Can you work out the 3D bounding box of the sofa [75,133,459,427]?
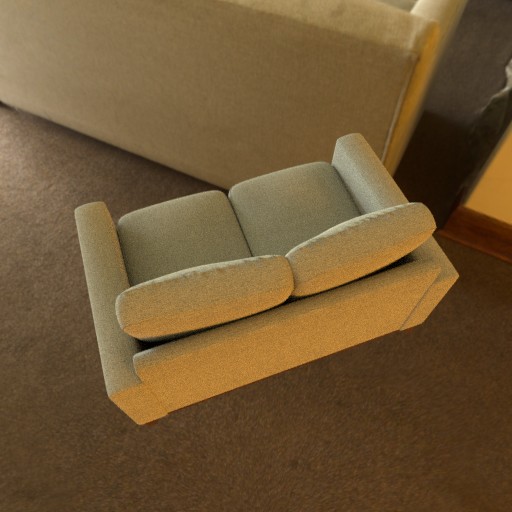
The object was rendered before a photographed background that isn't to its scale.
[{"bbox_3d":[0.000,0.000,2.006,1.420,0.873,0.917,-17,60,-10],"label":"sofa"}]
